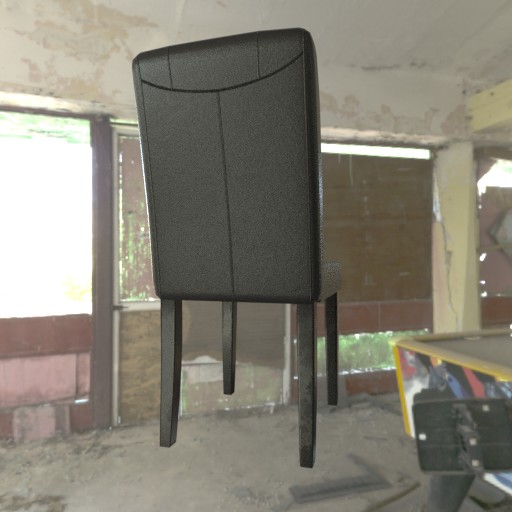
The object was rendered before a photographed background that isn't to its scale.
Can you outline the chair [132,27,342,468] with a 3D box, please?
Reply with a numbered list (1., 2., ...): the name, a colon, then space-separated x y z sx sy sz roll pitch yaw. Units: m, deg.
1. chair: 0.000 0.000 1.159 0.399 0.897 0.556 0 0 17
